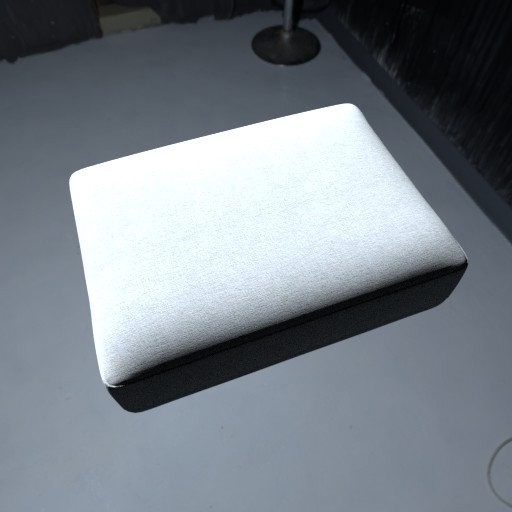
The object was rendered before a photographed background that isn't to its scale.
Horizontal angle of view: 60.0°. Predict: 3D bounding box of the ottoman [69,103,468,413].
[{"bbox_3d":[0.000,0.000,1.076,0.749,0.428,0.549,-17,59,-11],"label":"ottoman"}]
